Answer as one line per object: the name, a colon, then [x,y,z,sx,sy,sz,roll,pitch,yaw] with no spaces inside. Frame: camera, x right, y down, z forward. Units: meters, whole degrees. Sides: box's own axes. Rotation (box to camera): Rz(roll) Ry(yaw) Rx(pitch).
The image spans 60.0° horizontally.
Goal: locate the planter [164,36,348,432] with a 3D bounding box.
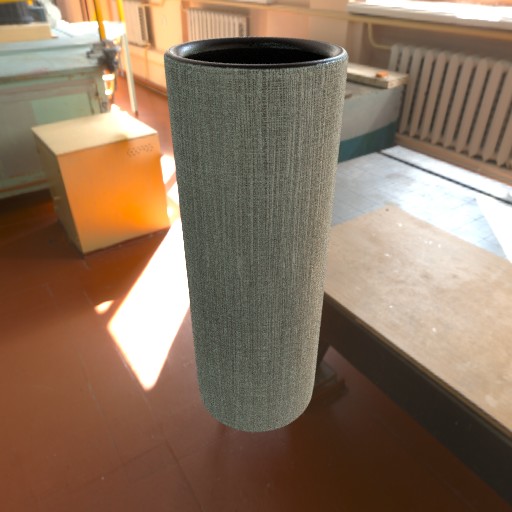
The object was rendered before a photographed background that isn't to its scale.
planter: [0.000,0.000,0.315,0.100,0.270,0.100,0,33,1]
